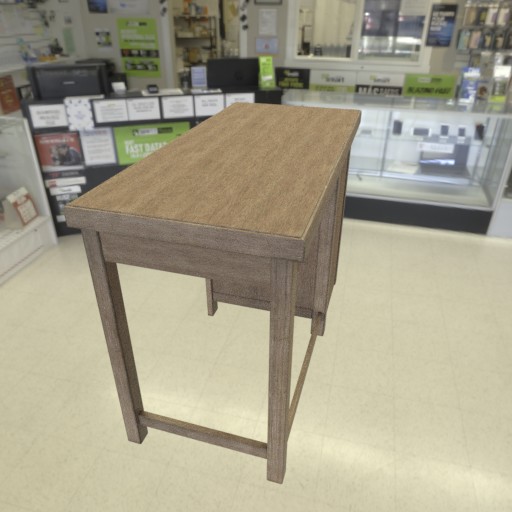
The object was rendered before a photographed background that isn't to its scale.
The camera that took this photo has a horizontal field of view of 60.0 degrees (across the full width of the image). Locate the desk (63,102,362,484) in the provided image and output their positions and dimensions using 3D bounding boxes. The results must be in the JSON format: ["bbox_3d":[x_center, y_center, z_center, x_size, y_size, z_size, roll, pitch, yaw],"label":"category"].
[{"bbox_3d":[0.000,0.000,1.778,0.610,0.912,1.289,9,32,14],"label":"desk"}]
